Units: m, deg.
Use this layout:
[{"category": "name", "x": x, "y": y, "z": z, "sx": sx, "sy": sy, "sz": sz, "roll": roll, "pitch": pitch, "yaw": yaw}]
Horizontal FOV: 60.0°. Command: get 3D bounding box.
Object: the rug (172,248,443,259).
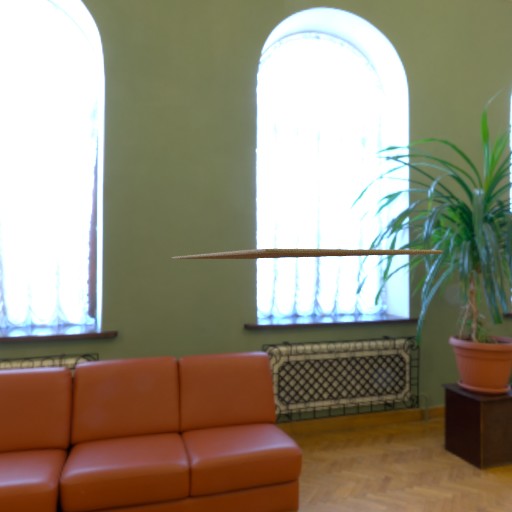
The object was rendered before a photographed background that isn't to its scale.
[{"category": "rug", "x": 0.000, "y": 0.000, "z": 2.570, "sx": 0.678, "sy": 0.014, "sz": 2.276, "roll": 0, "pitch": -1, "yaw": -18}]
